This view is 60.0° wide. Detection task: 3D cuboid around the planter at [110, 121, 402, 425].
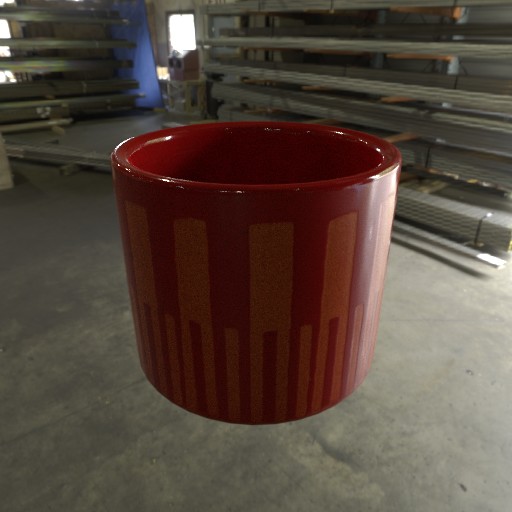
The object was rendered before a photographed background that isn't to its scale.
[{"bbox_3d":[0.000,0.000,0.405,0.230,0.202,0.230,0,26,0],"label":"planter"}]
